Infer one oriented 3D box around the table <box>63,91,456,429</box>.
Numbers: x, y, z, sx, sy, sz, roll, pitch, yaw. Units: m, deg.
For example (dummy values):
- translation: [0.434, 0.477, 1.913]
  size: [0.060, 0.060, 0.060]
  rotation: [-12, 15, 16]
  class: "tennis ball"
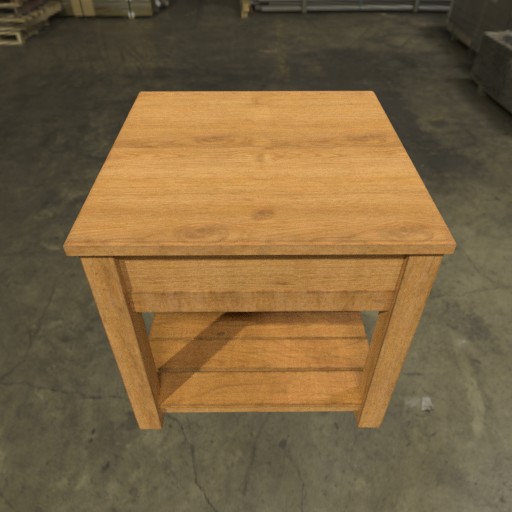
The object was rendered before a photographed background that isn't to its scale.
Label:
- translation: [0.000, 0.000, 1.103]
  size: [0.612, 0.593, 0.616]
  rotation: [0, 41, 0]
  class: "table"
